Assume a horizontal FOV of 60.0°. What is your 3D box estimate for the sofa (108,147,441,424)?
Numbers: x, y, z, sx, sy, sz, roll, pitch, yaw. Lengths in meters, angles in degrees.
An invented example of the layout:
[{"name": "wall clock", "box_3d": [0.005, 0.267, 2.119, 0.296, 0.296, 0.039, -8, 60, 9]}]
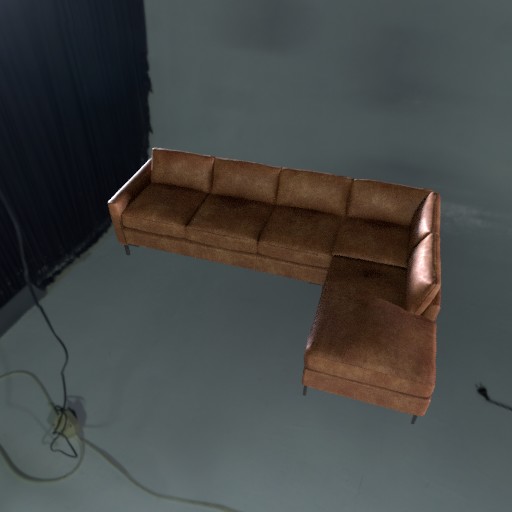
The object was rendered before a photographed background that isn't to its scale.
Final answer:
[{"name": "sofa", "box_3d": [0.000, 0.000, 3.854, 2.984, 0.877, 1.938, 11, 42, 13]}]
